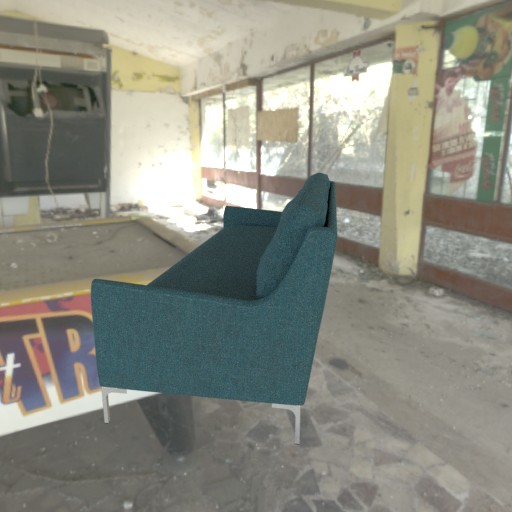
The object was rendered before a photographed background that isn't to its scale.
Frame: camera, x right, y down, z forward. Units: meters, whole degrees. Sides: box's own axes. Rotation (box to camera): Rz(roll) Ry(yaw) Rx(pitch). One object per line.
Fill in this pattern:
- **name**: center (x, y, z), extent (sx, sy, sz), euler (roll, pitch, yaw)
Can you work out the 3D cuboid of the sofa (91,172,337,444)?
- **sofa**: center (0.000, 0.000, 2.464), extent (0.849, 0.837, 2.060), euler (2, 14, 9)
